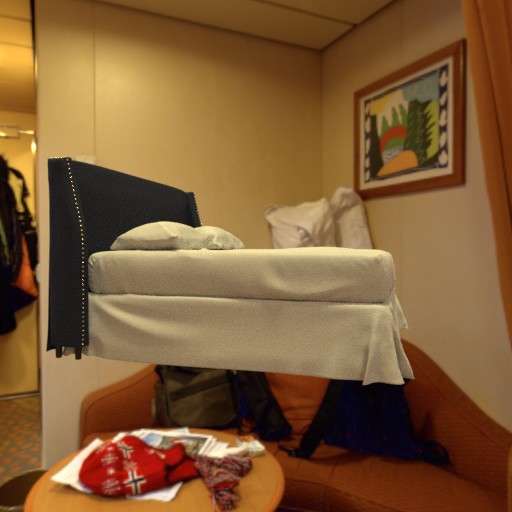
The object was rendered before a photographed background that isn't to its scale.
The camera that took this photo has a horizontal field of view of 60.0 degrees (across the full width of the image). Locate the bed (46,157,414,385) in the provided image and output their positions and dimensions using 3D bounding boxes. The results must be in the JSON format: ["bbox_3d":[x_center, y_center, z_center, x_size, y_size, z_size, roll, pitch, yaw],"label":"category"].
[{"bbox_3d":[0.000,0.000,3.442,2.276,1.332,1.925,0,1,18],"label":"bed"}]
